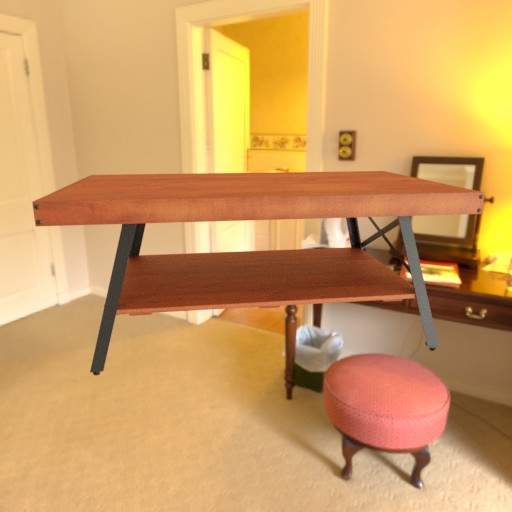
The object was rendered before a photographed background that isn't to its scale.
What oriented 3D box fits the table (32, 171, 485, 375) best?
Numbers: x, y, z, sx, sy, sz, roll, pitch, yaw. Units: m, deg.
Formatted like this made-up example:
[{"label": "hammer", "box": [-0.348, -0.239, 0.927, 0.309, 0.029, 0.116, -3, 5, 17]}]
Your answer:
[{"label": "table", "box": [0.000, 0.000, 1.384, 1.067, 0.457, 0.610, -2, 16, -8]}]
